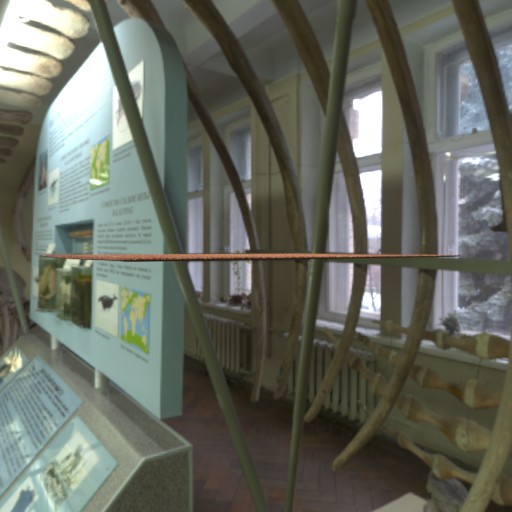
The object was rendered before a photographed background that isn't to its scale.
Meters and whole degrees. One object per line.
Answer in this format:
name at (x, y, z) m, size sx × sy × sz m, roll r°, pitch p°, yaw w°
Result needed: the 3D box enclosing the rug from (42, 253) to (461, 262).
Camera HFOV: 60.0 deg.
rug at (0.000, 0.000, 2.200) m, size 1.747 × 0.011 × 1.139 m, roll -1°, pitch 1°, yaw -36°
